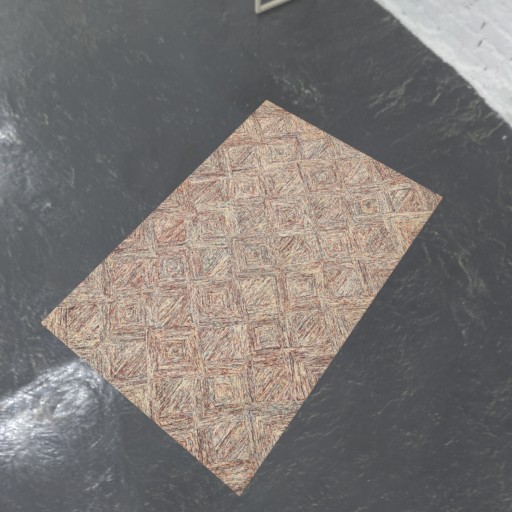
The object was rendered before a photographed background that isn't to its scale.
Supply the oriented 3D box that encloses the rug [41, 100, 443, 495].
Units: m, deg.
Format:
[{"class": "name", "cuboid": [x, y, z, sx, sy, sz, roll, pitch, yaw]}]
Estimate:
[{"class": "rug", "cuboid": [0.000, 0.000, 2.873, 1.523, 0.019, 2.285, 34, 68, 16]}]
